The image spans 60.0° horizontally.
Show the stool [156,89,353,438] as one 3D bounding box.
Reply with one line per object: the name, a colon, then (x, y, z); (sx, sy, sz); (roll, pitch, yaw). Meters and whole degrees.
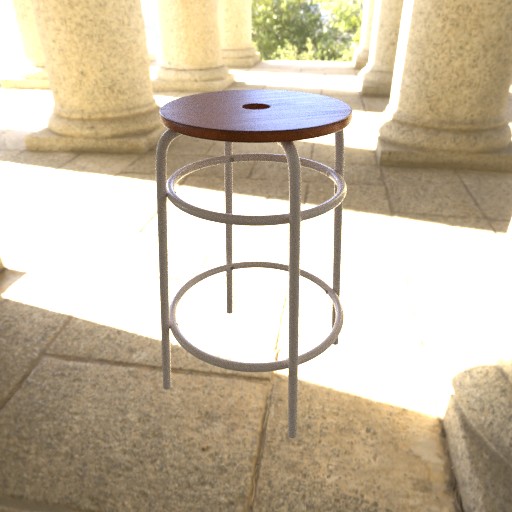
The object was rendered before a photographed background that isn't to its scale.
stool: (0.000, 0.000, 0.934); (0.455, 0.610, 0.455); (-10, 32, -17)
